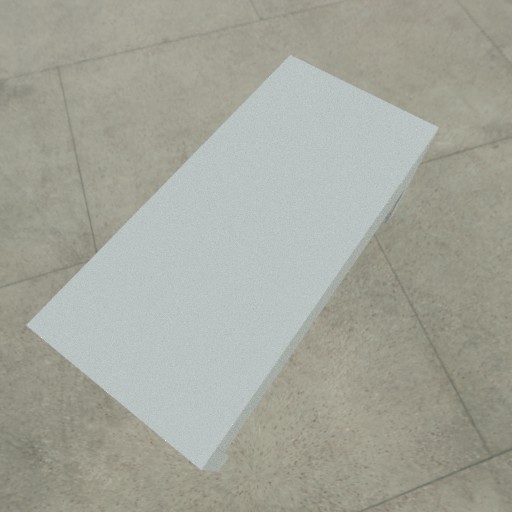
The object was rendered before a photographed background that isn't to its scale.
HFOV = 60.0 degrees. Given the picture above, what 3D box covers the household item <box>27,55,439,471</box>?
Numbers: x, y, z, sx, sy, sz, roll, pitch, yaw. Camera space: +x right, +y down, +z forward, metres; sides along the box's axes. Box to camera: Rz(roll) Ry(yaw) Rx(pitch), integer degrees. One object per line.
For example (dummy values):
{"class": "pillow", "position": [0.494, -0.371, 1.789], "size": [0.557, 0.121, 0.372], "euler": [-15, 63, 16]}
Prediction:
{"class": "household item", "position": [0.000, 0.000, 2.117], "size": [0.800, 0.745, 1.700], "euler": [33, 68, 15]}
